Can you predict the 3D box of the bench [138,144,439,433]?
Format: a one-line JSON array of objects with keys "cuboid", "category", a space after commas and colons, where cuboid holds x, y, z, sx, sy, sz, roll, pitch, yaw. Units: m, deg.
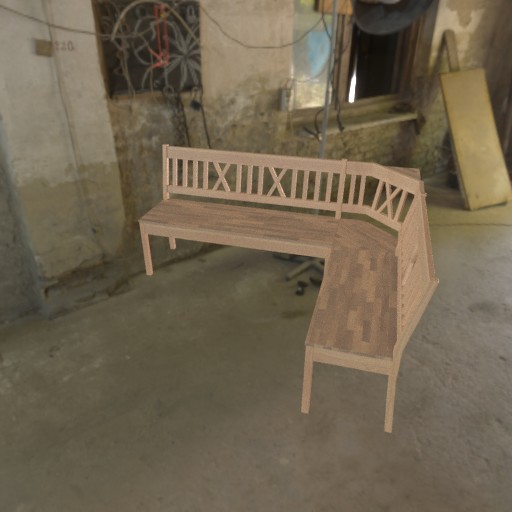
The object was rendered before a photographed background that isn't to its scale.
[{"cuboid": [0.000, 0.000, 2.843, 1.937, 0.902, 1.537, 8, 30, 14], "category": "bench"}]
